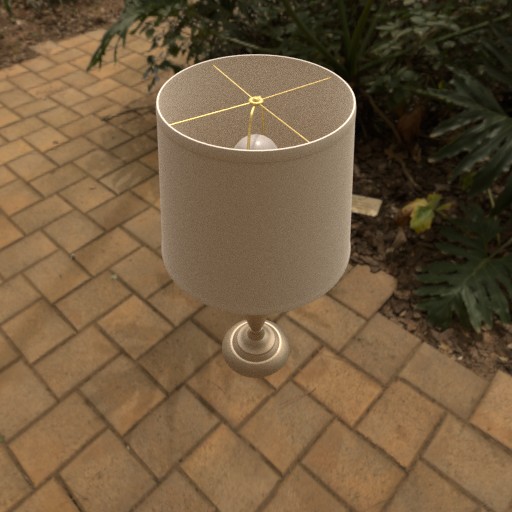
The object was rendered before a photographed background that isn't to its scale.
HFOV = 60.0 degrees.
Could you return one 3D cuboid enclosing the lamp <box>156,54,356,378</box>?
[{"bbox_3d":[0.000,0.000,0.811,0.328,0.619,0.328,0,47,0],"label":"lamp"}]
